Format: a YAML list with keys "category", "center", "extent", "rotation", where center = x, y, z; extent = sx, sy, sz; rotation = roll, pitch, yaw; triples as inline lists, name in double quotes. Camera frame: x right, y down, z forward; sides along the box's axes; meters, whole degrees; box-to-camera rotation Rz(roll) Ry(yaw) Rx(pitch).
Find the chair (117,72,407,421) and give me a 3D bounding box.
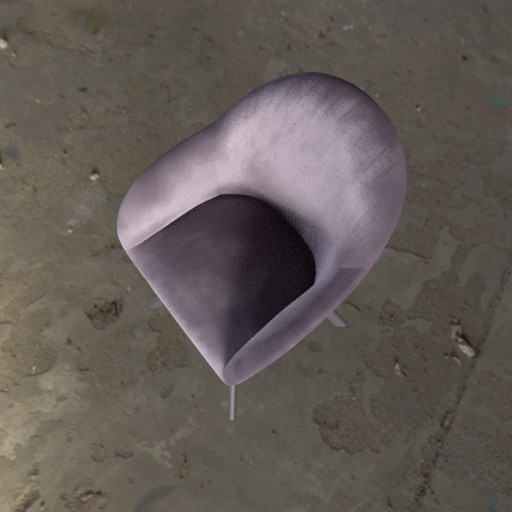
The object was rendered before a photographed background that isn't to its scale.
- category: "chair"
  center: [0.000, 0.000, 1.178]
  extent: [0.590, 0.795, 0.550]
  rotation: [-36, 69, -16]
